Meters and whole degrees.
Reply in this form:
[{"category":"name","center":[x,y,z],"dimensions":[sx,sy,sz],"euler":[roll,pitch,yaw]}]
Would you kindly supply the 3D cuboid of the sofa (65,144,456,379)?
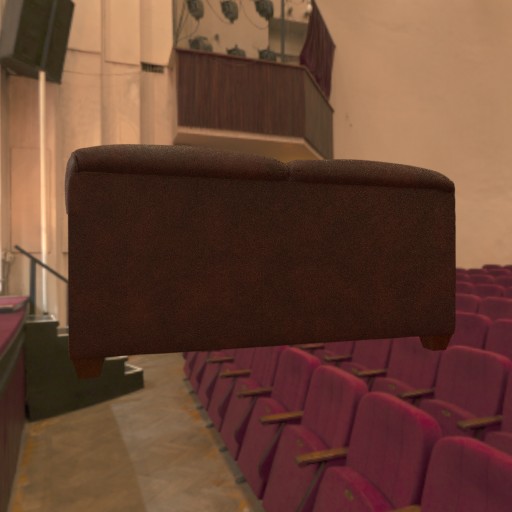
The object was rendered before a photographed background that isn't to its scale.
[{"category":"sofa","center":[0.000,0.000,2.442],"dimensions":[1.856,0.966,1.000],"euler":[0,1,-17]}]
